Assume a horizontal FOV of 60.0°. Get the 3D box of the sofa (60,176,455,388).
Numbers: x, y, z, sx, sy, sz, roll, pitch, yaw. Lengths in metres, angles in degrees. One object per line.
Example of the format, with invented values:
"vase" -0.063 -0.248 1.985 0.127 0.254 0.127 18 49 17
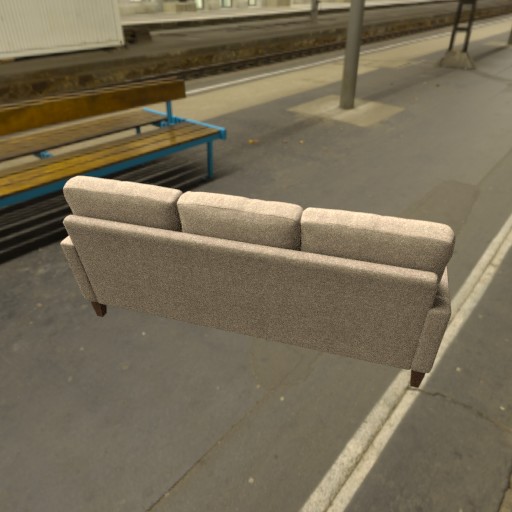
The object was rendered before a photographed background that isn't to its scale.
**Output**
"sofa" 0.000 0.000 2.665 2.115 0.984 0.888 9 33 15
